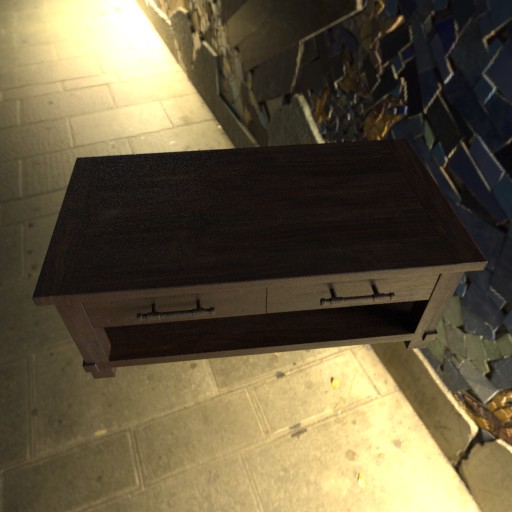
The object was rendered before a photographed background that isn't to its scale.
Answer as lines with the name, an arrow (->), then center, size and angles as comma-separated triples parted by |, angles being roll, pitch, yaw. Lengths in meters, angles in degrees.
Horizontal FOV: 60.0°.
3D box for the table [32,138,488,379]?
table -> 0.000, 0.000, 1.632 | 1.270, 0.494, 0.700 | -4, 46, -4
